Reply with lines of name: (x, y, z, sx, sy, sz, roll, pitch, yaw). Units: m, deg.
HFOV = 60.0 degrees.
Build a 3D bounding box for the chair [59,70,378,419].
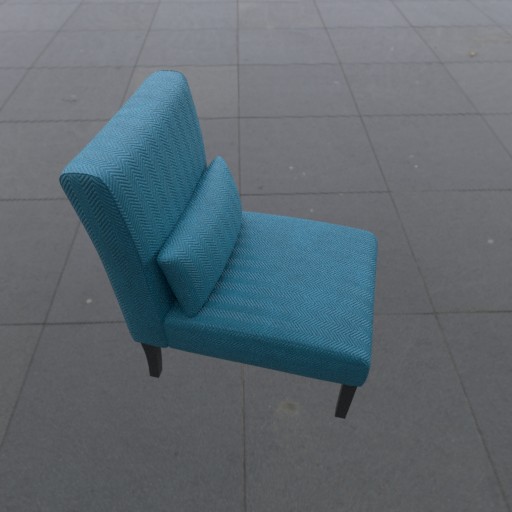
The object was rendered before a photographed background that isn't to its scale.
chair: (0.000, 0.000, 1.446, 0.808, 0.927, 0.579, 9, 47, 9)
